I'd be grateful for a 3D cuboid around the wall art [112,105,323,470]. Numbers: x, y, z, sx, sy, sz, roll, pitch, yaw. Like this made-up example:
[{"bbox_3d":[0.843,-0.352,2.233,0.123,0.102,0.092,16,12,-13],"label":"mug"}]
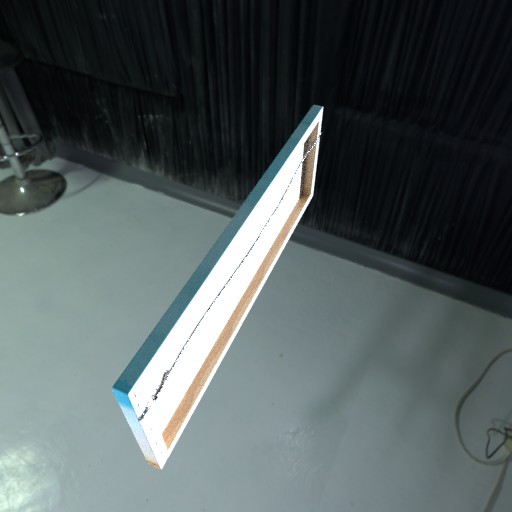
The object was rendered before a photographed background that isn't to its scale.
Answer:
[{"bbox_3d":[0.000,0.000,0.851,0.044,0.254,0.759,17,49,16],"label":"wall art"}]
